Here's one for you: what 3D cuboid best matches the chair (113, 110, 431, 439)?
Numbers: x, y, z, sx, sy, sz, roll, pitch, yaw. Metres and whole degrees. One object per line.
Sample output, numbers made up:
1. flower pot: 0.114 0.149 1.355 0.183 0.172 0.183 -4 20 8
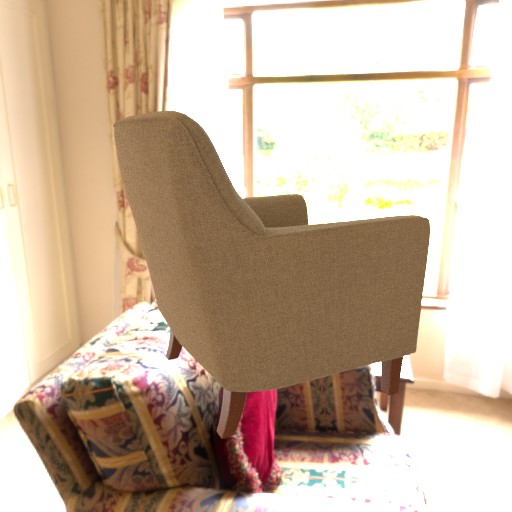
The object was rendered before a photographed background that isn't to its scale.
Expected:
1. chair: 0.000 0.000 1.782 0.993 1.047 0.887 -7 16 -26
